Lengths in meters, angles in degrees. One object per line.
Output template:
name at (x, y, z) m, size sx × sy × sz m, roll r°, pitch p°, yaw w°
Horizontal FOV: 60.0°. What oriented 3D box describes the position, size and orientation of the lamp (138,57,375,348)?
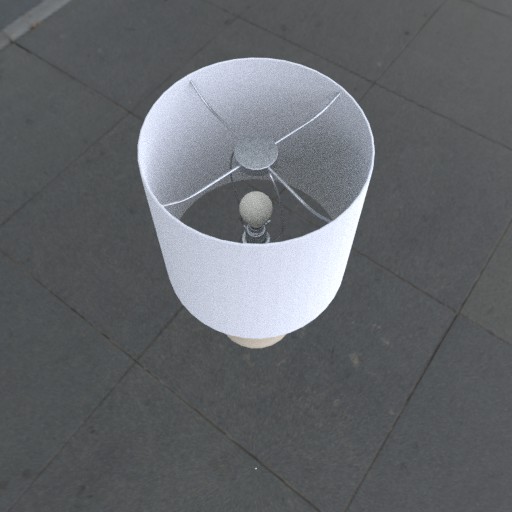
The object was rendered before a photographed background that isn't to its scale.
lamp at (0.000, 0.000, 0.474) m, size 0.186 × 0.369 × 0.186 m, roll 0°, pitch 64°, yaw 0°
